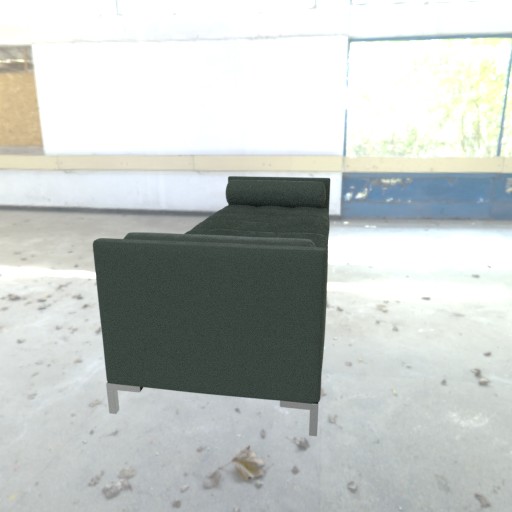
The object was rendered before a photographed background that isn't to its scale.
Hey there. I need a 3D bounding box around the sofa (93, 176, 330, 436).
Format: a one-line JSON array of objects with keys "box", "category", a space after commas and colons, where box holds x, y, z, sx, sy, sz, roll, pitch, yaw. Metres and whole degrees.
[{"box": [0.000, 0.000, 2.471, 0.797, 0.657, 2.102, 3, 16, 9], "category": "sofa"}]
